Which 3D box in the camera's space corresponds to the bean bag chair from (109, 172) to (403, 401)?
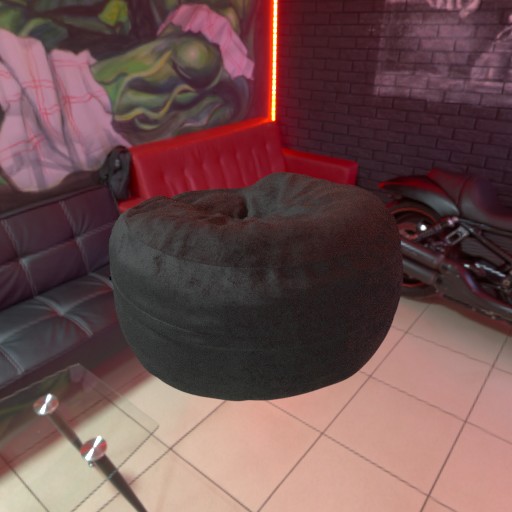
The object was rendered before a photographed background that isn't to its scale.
[{"bbox_3d":[0.000,0.000,2.376,1.525,0.751,1.525,0,27,0],"label":"bean bag chair"}]
